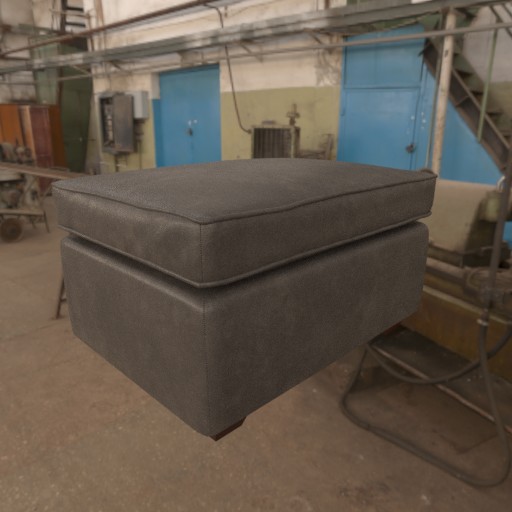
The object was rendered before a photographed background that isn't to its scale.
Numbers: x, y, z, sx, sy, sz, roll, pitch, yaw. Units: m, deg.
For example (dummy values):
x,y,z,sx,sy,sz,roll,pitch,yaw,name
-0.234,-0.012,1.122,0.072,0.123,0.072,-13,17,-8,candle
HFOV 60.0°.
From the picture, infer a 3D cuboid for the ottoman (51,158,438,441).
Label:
x,y,z,sx,sy,sz,roll,pitch,yaw,name
0.000,0.000,1.083,0.756,0.445,0.554,-16,24,-42,ottoman
